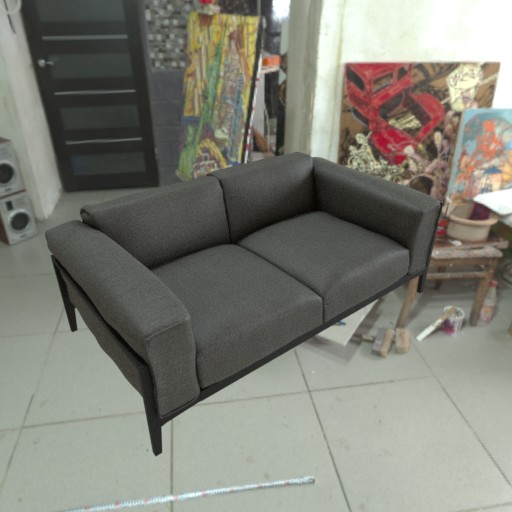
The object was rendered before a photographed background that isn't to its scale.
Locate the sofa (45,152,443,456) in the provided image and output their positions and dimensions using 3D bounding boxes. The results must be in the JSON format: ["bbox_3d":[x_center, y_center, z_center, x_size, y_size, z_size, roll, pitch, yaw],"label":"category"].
[{"bbox_3d":[0.000,0.000,2.199,1.690,0.656,0.960,-22,37,-33],"label":"sofa"}]
